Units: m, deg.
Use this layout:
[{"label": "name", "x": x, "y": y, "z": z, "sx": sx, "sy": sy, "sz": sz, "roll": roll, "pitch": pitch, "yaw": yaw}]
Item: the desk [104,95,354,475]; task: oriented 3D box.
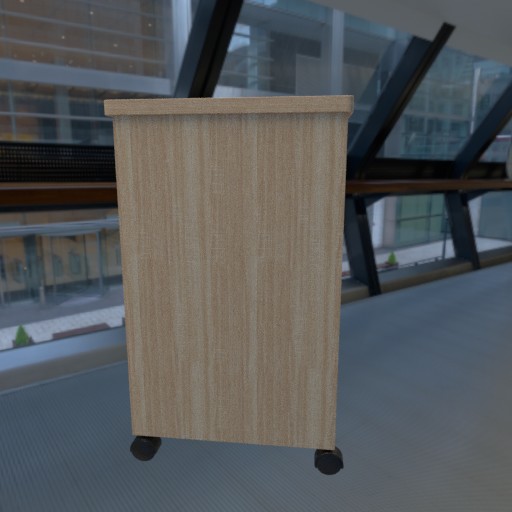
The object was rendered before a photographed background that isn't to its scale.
[{"label": "desk", "x": 0.000, "y": 0.000, "z": 1.316, "sx": 0.480, "sy": 0.770, "sz": 0.884, "roll": 1, "pitch": 12, "yaw": 7}]
